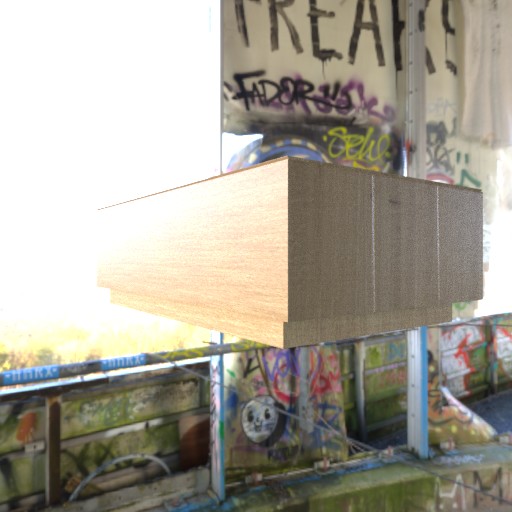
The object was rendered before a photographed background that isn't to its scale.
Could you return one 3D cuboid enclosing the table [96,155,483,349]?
[{"bbox_3d":[0.000,0.000,1.421,0.678,0.353,1.110,0,0,-36],"label":"table"}]
